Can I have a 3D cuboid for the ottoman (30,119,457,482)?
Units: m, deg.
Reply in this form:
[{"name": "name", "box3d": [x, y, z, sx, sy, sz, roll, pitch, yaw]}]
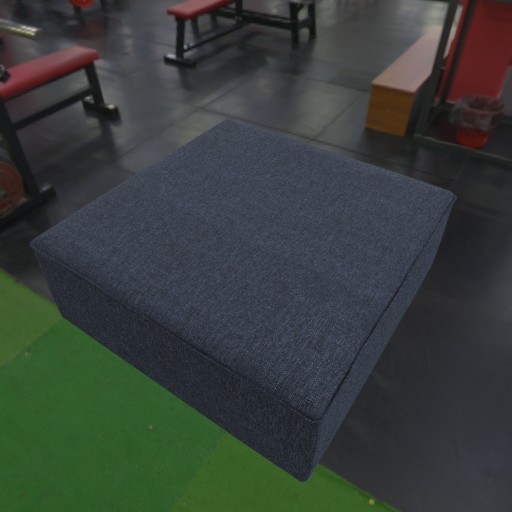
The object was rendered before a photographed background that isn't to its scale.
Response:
[{"name": "ottoman", "box3d": [0.000, 0.000, 1.543, 1.023, 0.423, 1.017, 26, 49, 25]}]
